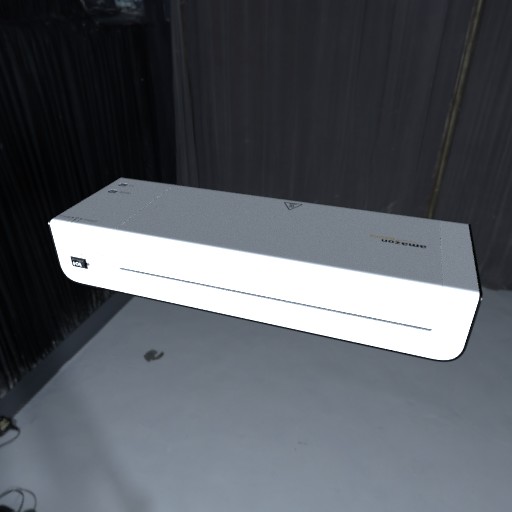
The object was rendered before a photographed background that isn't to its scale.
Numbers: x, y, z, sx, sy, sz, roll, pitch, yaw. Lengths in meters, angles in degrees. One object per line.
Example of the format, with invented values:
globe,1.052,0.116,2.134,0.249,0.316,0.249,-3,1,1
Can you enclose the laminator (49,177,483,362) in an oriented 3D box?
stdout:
laminator,0.000,0.000,0.386,0.340,0.062,0.123,10,32,16
